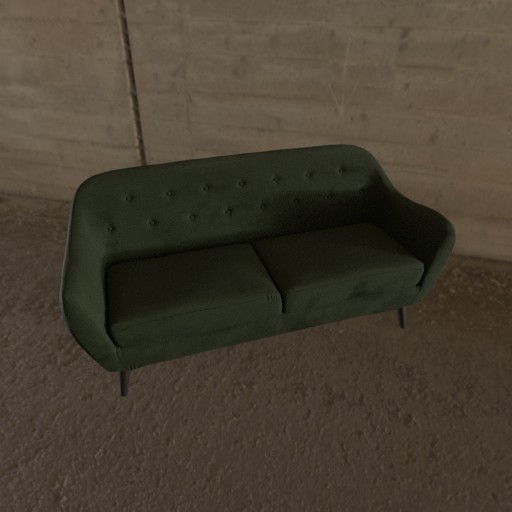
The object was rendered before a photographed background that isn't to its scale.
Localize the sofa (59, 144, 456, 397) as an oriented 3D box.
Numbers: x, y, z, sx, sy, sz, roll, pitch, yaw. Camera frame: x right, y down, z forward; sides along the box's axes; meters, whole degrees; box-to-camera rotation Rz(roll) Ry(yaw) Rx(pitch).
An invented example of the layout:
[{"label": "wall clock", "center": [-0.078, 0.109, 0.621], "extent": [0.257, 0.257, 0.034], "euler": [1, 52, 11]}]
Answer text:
[{"label": "sofa", "center": [0.000, 0.000, 2.318], "extent": [1.840, 0.836, 0.820], "euler": [-10, 34, -15]}]
